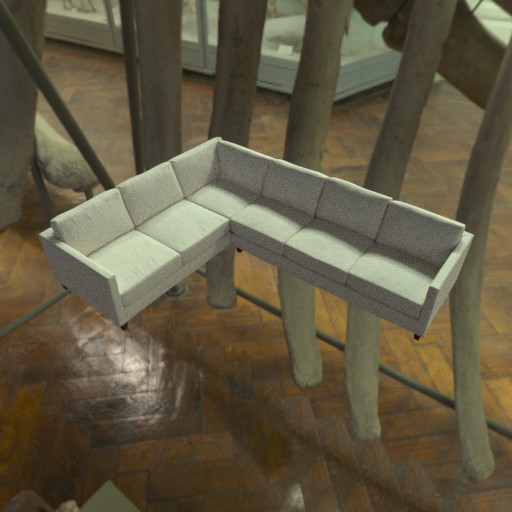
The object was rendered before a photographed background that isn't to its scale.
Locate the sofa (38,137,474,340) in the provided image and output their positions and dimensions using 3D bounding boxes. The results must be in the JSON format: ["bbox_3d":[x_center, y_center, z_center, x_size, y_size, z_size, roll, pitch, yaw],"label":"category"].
[{"bbox_3d":[0.000,0.000,4.187,3.182,0.863,2.432,26,46,28],"label":"sofa"}]
